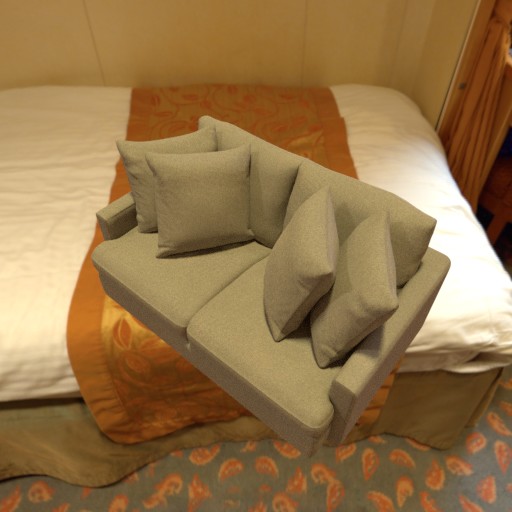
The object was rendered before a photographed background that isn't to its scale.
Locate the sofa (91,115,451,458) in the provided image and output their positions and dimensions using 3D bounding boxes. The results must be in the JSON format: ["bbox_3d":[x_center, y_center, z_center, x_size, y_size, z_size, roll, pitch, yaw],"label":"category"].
[{"bbox_3d":[0.000,0.000,2.629,1.869,1.080,1.228,31,54,26],"label":"sofa"}]
